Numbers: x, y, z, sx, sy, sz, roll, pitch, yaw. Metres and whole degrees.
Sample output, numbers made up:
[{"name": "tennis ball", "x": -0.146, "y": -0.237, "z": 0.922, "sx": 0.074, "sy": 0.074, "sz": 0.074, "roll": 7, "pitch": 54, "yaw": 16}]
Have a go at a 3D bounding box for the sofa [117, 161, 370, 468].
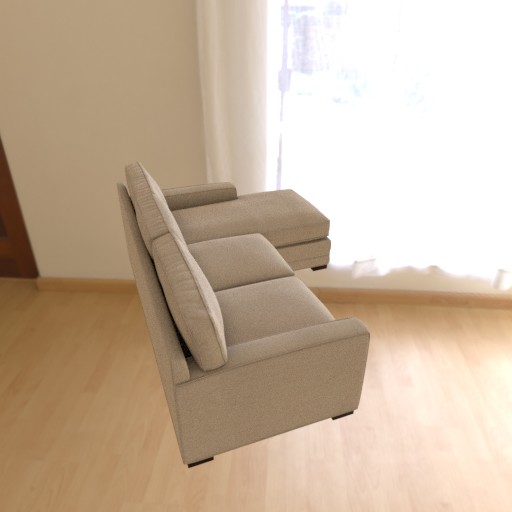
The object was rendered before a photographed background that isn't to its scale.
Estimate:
[{"name": "sofa", "x": 0.000, "y": 0.000, "z": 2.893, "sx": 1.496, "sy": 0.861, "sz": 2.087, "roll": -11, "pitch": 32, "yaw": -18}]
